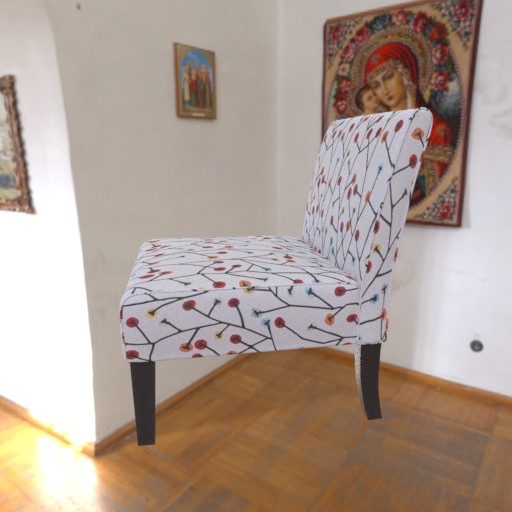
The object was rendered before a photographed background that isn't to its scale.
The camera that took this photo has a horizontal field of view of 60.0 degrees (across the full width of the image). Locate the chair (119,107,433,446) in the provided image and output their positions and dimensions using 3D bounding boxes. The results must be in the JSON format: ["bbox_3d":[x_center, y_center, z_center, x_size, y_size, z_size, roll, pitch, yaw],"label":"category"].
[{"bbox_3d":[0.000,0.000,1.323,0.732,0.813,0.597,-2,14,-9],"label":"chair"}]
